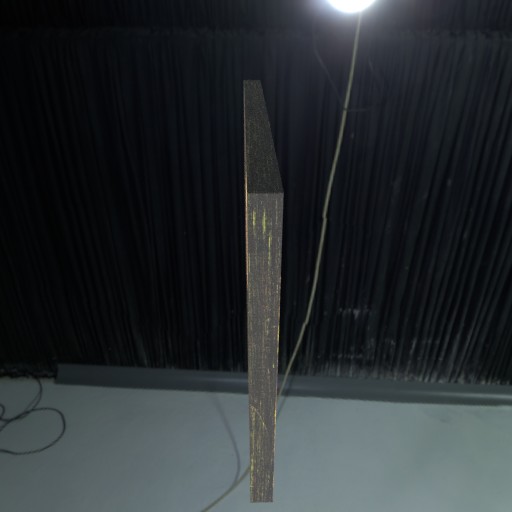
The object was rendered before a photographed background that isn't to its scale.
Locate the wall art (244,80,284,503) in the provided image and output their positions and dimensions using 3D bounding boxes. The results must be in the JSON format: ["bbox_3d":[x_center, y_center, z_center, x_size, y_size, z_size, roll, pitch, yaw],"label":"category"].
[{"bbox_3d":[0.000,0.000,0.732,0.032,0.457,0.558,-1,31,-1],"label":"wall art"}]
